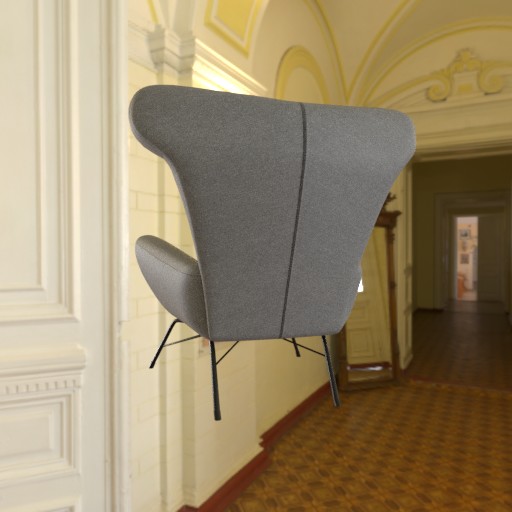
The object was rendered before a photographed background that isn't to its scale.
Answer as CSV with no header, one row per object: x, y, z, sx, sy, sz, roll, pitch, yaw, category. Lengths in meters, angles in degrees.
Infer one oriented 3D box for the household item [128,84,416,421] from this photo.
0.000,0.000,1.748,0.980,1.050,0.900,0,1,-18,household item
